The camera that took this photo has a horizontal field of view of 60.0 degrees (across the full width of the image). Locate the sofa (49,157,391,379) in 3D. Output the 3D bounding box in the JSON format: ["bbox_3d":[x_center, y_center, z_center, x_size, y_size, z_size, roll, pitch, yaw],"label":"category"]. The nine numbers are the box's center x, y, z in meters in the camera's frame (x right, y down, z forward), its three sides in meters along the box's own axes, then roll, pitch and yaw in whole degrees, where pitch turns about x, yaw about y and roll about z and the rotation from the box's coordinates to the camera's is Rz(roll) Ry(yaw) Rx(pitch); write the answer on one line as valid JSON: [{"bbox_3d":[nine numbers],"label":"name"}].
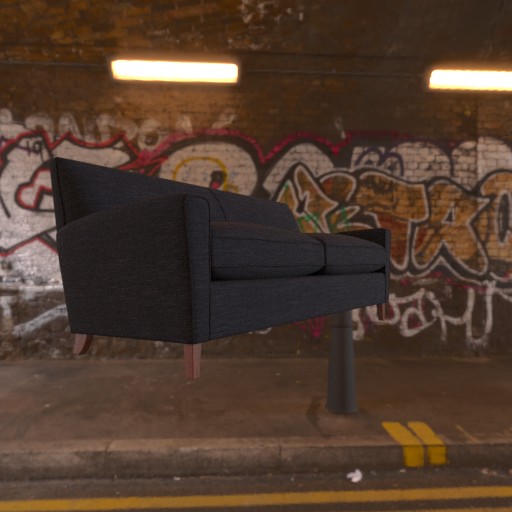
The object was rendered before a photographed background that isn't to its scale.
[{"bbox_3d":[0.000,0.000,2.453,0.875,0.846,1.976,-1,-1,36],"label":"sofa"}]
